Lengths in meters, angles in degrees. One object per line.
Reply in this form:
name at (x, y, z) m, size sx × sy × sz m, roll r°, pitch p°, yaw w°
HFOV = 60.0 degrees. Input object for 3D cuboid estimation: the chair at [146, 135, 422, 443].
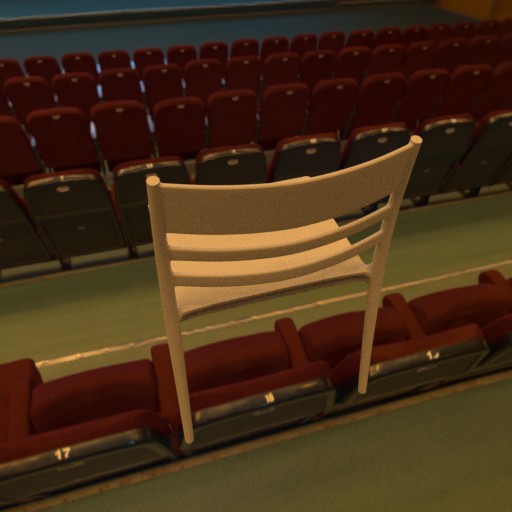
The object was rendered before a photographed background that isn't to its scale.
chair at (0.000, 0.000, 1.131) m, size 0.531 × 0.800 × 0.511 m, roll -11°, pitch 44°, yaw -12°
